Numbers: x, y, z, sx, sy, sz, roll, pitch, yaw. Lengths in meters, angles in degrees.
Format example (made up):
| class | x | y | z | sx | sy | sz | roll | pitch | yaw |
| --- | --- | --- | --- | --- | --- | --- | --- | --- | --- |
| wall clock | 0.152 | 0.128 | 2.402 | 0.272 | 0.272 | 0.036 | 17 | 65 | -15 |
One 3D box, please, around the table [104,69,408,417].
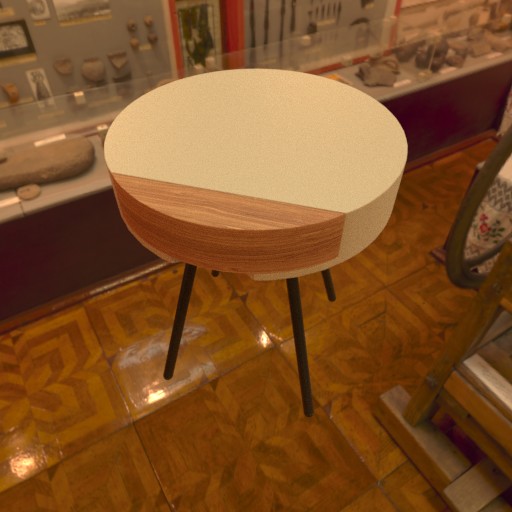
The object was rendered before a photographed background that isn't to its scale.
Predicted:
| class | x | y | z | sx | sy | sz | roll | pitch | yaw |
| --- | --- | --- | --- | --- | --- | --- | --- | --- | --- |
| table | 0.000 | 0.000 | 0.835 | 0.450 | 0.525 | 0.450 | 0 | 46 | 0 |
